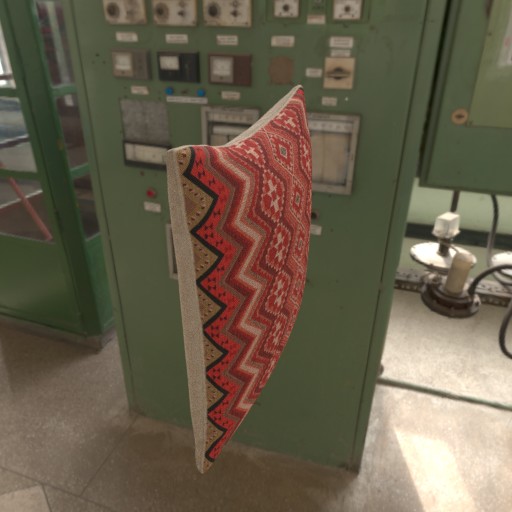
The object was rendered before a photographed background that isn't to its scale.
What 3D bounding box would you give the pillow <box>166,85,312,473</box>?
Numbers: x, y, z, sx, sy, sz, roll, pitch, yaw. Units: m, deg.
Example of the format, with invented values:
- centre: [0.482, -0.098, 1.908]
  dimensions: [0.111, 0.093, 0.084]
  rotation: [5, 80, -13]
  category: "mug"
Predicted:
- centre: [0.000, 0.000, 0.783]
  dimensions: [0.158, 0.511, 0.513]
  rotation: [9, 29, 17]
  category: "pillow"
